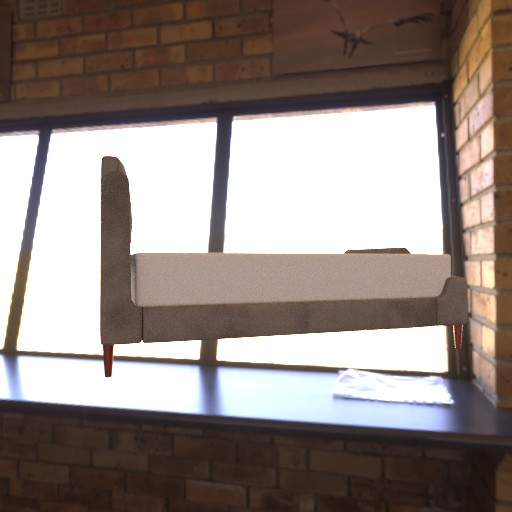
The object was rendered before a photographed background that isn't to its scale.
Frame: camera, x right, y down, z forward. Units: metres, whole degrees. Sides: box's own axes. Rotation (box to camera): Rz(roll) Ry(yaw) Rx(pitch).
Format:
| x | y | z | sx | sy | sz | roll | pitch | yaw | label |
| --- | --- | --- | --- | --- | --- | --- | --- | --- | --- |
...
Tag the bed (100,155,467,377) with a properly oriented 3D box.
| x | y | z | sx | sy | sz | roll | pitch | yaw | label |
| --- | --- | --- | --- | --- | --- | --- | --- | --- | --- |
| 0.000 | 0.000 | 3.550 | 2.340 | 1.245 | 2.074 | 0 | -1 | -19 | bed |
